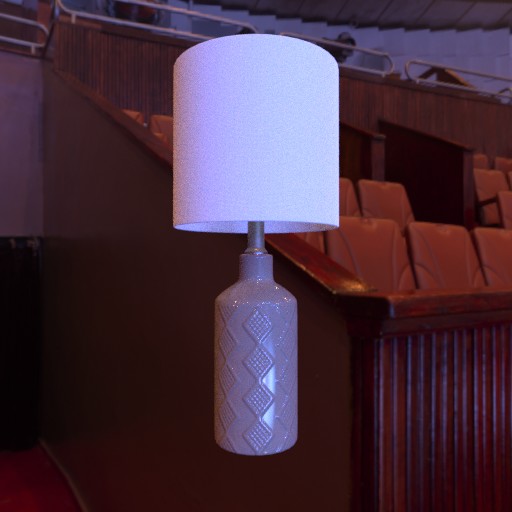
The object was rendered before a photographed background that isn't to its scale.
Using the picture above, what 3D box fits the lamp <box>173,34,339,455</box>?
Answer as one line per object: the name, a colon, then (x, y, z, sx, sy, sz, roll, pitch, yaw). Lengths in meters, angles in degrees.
lamp: (0.000, 0.000, 0.562, 0.207, 0.461, 0.207, 0, -1, -35)
